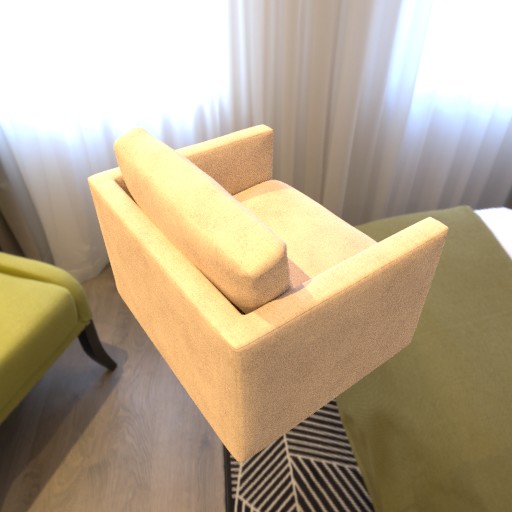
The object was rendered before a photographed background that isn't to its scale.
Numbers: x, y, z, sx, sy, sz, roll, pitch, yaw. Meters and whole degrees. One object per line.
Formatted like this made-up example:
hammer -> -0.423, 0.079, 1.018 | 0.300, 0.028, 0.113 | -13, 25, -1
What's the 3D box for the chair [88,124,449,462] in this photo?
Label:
chair -> 0.000, 0.000, 1.869 | 0.959, 0.961, 1.133 | -25, 46, -27
